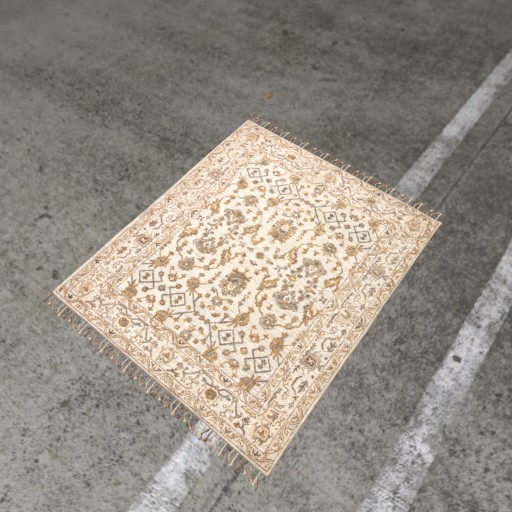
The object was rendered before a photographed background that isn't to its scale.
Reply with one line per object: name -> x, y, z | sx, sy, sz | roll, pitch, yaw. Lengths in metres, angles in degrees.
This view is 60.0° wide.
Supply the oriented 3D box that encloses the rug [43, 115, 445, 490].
rug -> 0.000, 0.000, 4.145 | 2.426, 0.034, 3.061 | 33, 64, 19
